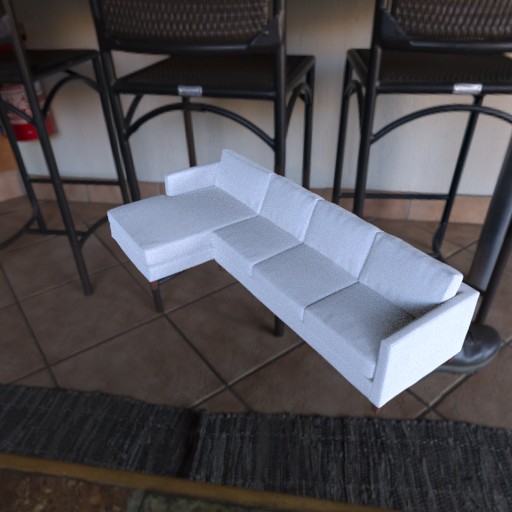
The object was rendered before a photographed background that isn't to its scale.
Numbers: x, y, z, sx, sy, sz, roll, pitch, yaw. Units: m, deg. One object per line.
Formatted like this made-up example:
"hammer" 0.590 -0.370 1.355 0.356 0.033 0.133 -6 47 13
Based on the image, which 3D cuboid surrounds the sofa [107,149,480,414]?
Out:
"sofa" 0.000 0.000 3.921 1.625 0.861 3.186 -21 39 -28
